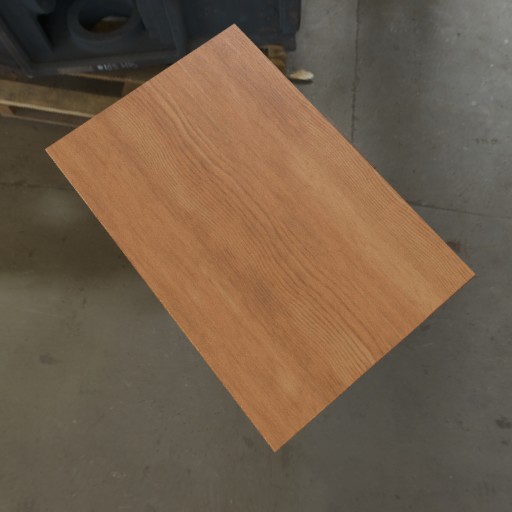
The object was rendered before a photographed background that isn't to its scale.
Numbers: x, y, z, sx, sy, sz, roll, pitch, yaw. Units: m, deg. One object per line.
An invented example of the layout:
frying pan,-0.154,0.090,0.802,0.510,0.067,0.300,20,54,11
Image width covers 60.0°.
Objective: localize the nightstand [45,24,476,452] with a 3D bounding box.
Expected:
nightstand,0.000,0.000,1.021,0.427,0.615,0.613,-38,78,-9
